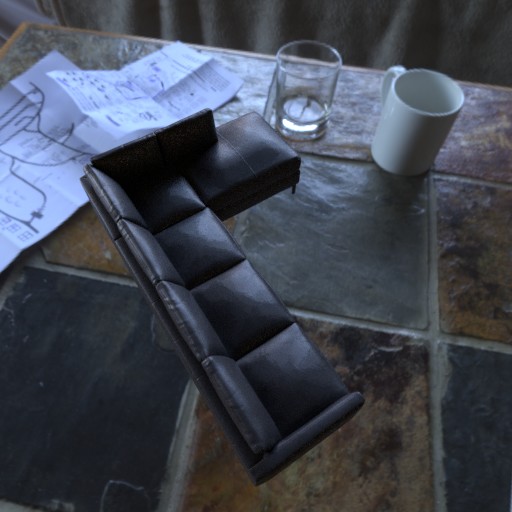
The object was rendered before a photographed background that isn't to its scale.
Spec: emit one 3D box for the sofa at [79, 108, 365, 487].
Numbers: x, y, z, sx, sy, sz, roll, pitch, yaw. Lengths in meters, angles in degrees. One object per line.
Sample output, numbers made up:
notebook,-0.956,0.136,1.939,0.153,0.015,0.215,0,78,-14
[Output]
sofa,0.000,0.000,3.820,1.938,0.877,2.984,-29,63,-17
